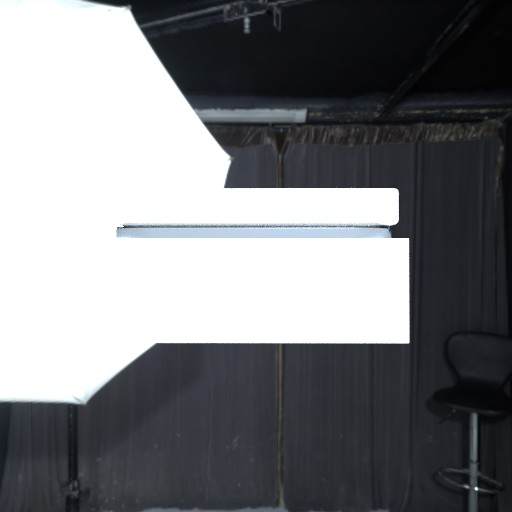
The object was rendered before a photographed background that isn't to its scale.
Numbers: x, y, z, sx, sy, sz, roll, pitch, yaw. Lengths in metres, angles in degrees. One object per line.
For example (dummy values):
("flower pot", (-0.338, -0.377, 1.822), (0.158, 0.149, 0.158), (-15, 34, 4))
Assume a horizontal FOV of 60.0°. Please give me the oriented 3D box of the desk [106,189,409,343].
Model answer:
("desk", (0.000, 0.000, 2.238), (0.900, 0.526, 1.900), (0, -1, 0))
